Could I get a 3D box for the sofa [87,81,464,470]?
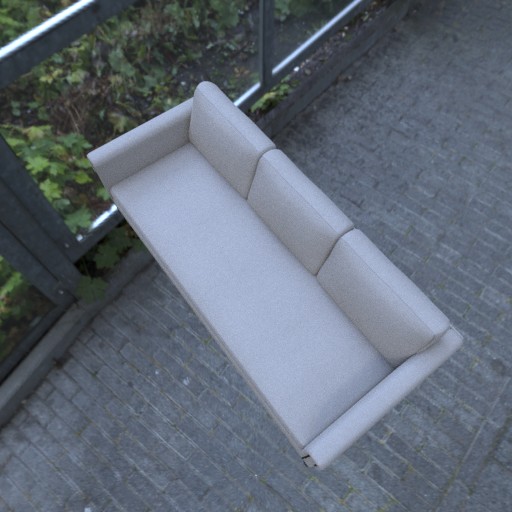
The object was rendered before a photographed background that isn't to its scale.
[{"bbox_3d":[0.000,0.000,2.663,0.959,0.838,2.210,-34,69,-16],"label":"sofa"}]
